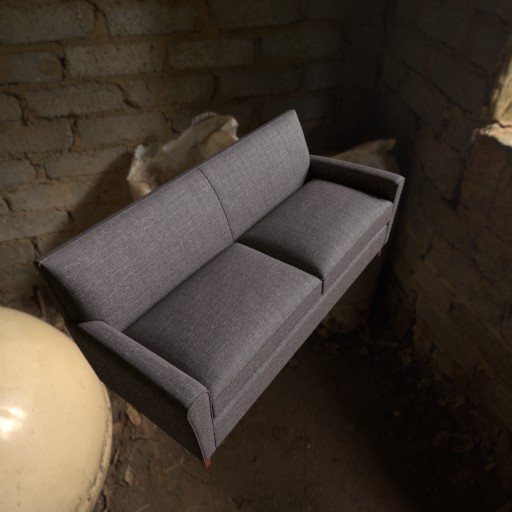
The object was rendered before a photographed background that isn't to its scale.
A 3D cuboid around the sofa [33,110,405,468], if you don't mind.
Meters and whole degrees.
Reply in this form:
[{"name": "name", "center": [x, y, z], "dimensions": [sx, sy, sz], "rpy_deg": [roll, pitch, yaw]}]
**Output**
[{"name": "sofa", "center": [0.000, 0.000, 2.460], "dimensions": [0.875, 0.846, 1.976], "rpy_deg": [26, 47, 27]}]
